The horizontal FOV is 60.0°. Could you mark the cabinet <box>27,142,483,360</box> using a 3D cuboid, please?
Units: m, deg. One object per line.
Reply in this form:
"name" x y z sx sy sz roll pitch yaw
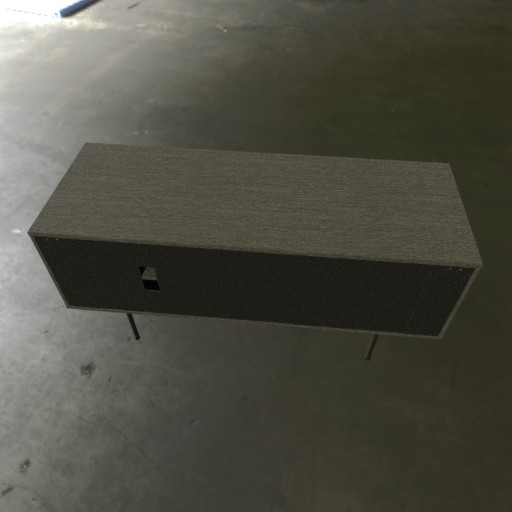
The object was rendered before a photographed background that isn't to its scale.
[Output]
"cabinet" 0.000 0.000 1.645 1.300 0.599 0.500 4 47 4
